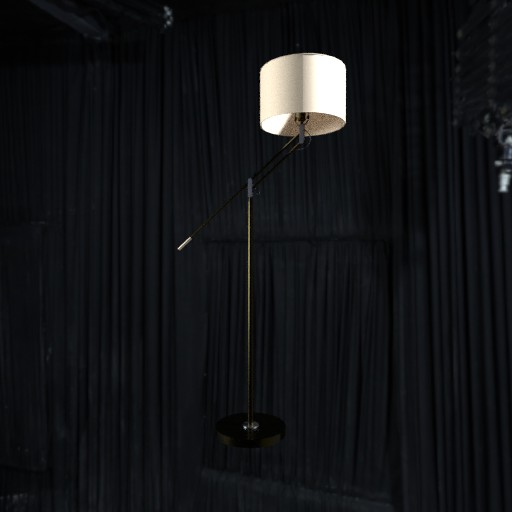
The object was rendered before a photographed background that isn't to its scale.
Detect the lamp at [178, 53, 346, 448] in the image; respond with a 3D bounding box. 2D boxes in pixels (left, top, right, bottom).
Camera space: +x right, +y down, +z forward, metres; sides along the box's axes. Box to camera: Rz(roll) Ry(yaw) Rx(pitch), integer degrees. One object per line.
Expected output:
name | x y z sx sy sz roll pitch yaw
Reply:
lamp | 0.000 0.000 2.036 0.809 1.635 0.373 0 1 20
